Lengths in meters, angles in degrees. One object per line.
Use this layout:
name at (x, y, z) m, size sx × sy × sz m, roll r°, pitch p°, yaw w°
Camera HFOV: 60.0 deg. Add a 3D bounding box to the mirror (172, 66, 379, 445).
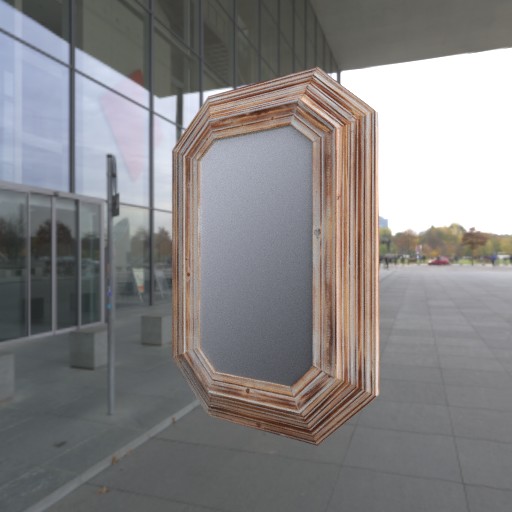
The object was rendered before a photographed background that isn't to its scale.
mirror at (0.000, 0.000, 1.288) m, size 0.709 × 1.015 × 0.061 m, roll 0°, pitch 0°, yaw 35°
